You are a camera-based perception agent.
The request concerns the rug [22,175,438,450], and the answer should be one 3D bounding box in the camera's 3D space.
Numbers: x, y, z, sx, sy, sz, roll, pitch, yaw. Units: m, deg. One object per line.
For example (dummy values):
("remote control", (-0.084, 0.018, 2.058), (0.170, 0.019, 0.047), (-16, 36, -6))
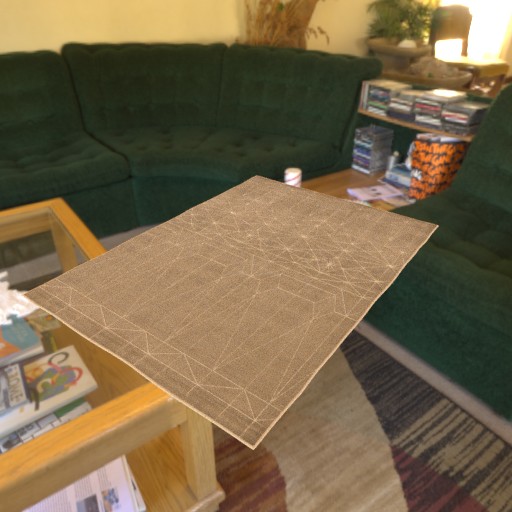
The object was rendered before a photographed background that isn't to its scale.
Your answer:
("rug", (0.000, 0.000, 4.262), (2.449, 0.019, 3.357), (21, 38, 30))
